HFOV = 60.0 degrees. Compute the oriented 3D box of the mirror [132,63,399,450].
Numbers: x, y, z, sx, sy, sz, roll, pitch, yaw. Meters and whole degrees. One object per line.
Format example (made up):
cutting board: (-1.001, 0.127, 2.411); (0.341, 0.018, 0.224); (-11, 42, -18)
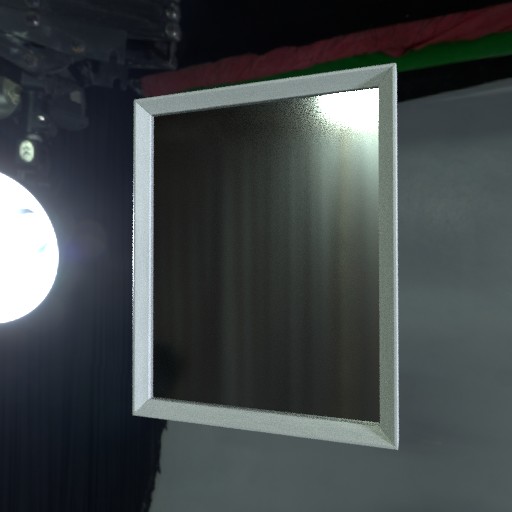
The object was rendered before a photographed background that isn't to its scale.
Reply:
mirror: (0.000, 0.000, 0.667); (0.406, 0.509, 0.041); (0, -1, 19)
